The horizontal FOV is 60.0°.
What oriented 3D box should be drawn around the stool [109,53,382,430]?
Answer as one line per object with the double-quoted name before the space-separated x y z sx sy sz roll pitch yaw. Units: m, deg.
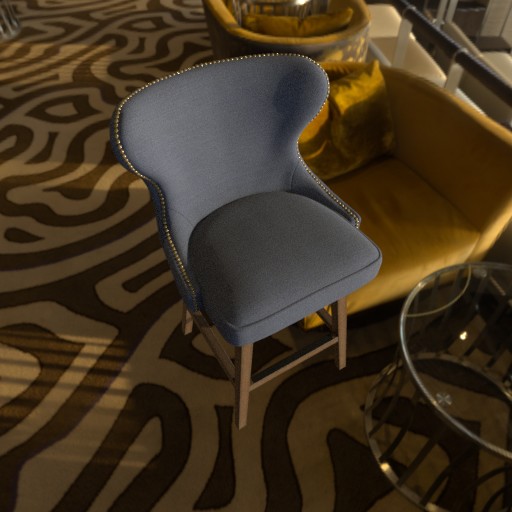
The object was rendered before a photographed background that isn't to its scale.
"stool" 0.000 0.000 1.353 0.615 0.972 0.597 -24 52 -21
